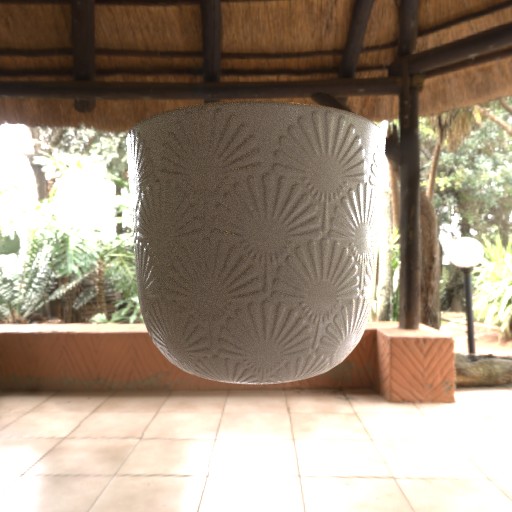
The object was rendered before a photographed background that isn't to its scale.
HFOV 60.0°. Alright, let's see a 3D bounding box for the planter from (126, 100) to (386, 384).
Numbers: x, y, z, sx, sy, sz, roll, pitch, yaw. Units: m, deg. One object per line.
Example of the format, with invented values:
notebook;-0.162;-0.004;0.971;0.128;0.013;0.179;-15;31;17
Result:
planter;0.000;0.000;0.301;0.170;0.152;0.170;0;-1;0
